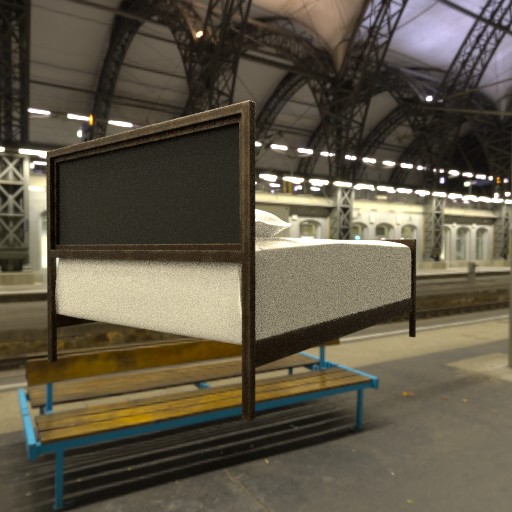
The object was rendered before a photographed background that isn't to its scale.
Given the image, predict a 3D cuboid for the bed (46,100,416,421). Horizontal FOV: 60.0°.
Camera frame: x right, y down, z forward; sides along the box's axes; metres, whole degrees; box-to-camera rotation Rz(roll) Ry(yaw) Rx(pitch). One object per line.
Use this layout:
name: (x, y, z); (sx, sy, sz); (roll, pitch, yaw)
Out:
bed: (0.000, 0.000, 3.179); (1.607, 1.313, 2.221); (1, 1, 37)
